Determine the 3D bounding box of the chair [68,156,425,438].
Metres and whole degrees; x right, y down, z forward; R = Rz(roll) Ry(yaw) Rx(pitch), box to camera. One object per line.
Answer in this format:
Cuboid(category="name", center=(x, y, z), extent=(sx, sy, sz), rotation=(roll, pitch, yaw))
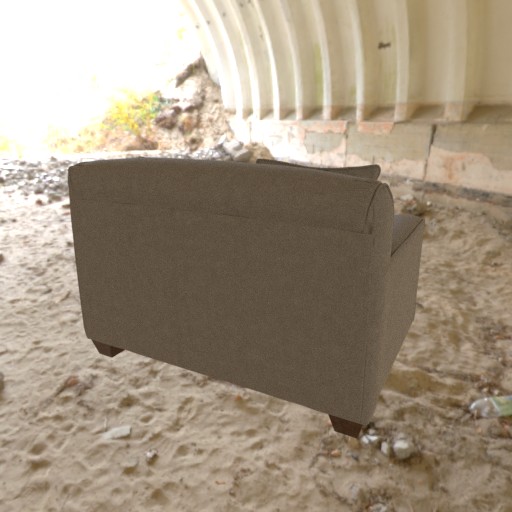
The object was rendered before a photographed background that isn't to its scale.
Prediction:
Cuboid(category="chair", center=(0.000, 0.000, 2.110), extent=(1.395, 0.953, 0.992), rotation=(9, 19, 27))
